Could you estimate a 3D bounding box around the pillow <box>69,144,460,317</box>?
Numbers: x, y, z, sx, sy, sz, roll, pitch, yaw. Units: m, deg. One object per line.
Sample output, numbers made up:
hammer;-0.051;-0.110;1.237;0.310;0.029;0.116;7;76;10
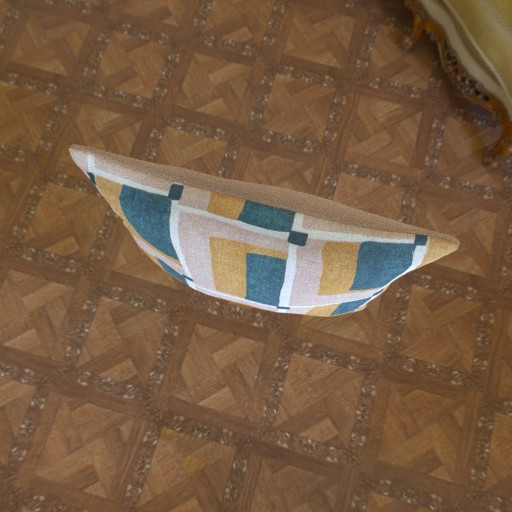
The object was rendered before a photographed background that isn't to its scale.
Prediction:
pillow;0.000;0.000;0.745;0.478;0.479;0.158;14;75;4
